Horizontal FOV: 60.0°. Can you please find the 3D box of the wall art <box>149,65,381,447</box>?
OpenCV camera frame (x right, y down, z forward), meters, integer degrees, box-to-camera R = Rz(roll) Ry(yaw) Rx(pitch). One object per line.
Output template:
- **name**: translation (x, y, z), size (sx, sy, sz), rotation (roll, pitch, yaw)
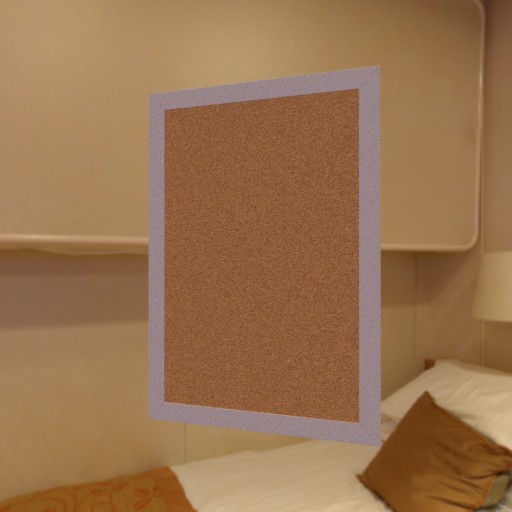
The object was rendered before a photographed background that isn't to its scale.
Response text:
- **wall art**: translation (0.000, 0.000, 0.838), size (0.454, 0.659, 0.011), rotation (0, 0, 17)
